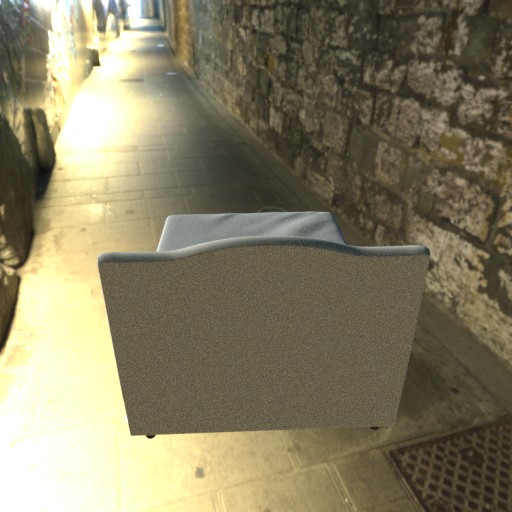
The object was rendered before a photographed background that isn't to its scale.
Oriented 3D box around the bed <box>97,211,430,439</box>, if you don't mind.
[{"bbox_3d":[0.000,0.000,3.524,1.821,1.436,2.282,-1,29,-2],"label":"bed"}]
